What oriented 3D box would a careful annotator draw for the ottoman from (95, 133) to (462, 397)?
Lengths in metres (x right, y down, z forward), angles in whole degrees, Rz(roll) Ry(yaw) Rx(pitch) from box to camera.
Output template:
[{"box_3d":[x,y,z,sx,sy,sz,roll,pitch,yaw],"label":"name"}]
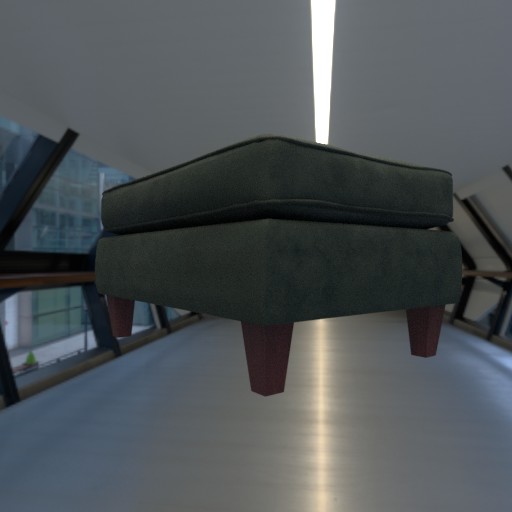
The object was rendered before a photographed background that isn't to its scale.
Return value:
[{"box_3d":[0.000,0.000,1.241,0.632,0.495,0.864,0,0,-37],"label":"ottoman"}]
